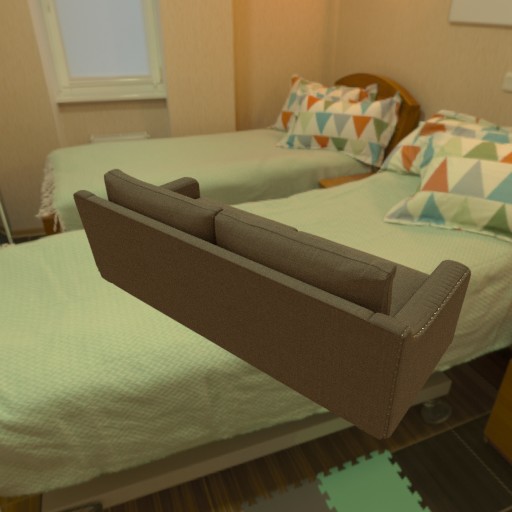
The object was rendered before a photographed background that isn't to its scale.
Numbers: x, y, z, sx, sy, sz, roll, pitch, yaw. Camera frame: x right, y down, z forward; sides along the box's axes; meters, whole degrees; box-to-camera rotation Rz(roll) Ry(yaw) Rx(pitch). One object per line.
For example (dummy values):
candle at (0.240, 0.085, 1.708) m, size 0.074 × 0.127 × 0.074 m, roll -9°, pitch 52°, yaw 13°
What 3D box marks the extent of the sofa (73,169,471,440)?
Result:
sofa at (0.000, 0.000, 2.686) m, size 2.208 × 0.857 × 1.000 m, roll 22°, pitch 37°, yaw 33°
